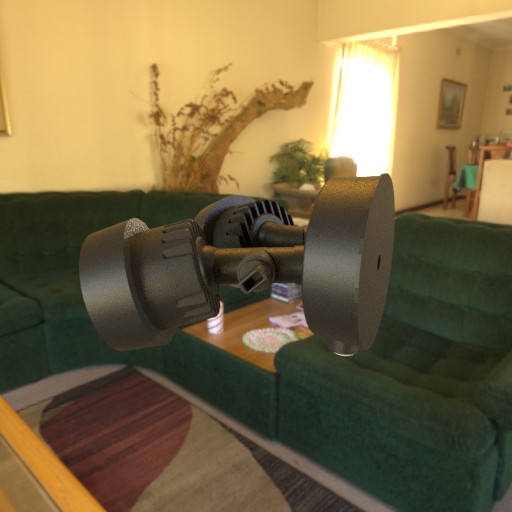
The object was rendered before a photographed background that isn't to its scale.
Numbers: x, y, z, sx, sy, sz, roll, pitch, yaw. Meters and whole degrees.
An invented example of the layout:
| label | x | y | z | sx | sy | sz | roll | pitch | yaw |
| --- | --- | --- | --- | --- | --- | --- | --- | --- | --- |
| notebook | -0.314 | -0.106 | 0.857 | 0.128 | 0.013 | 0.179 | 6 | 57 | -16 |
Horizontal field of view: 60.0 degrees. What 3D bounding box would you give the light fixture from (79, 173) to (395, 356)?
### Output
| label | x | y | z | sx | sy | sz | roll | pitch | yaw |
| --- | --- | --- | --- | --- | --- | --- | --- | --- | --- |
| light fixture | 0.000 | 0.000 | 0.310 | 0.168 | 0.120 | 0.213 | 7 | 16 | 25 |
